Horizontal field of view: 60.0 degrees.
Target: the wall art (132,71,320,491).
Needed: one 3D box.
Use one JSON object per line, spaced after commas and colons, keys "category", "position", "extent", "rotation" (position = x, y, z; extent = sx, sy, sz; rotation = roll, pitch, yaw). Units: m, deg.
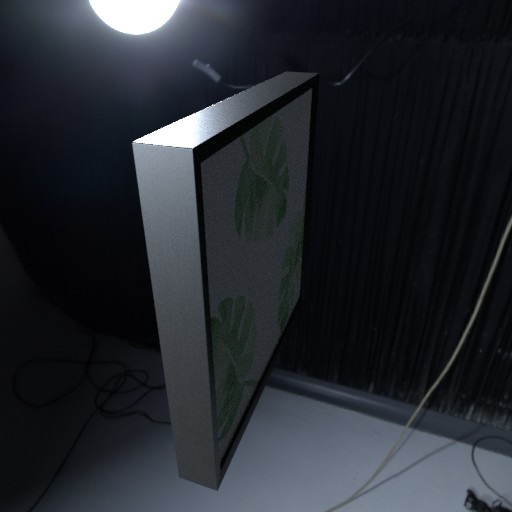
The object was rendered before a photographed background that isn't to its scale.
{"category": "wall art", "position": [0.000, 0.000, 0.442], "extent": [0.038, 0.304, 0.304], "rotation": [10, 31, 17]}
